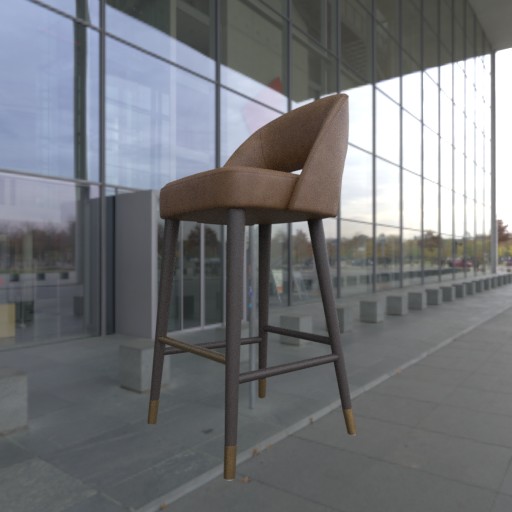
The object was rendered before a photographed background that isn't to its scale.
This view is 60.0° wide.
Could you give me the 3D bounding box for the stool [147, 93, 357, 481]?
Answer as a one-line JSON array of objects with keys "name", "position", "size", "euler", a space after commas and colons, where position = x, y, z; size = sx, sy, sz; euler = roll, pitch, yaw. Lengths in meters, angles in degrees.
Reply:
[{"name": "stool", "position": [0.000, 0.000, 1.346], "size": [0.509, 1.037, 0.494], "euler": [0, 0, -37]}]
